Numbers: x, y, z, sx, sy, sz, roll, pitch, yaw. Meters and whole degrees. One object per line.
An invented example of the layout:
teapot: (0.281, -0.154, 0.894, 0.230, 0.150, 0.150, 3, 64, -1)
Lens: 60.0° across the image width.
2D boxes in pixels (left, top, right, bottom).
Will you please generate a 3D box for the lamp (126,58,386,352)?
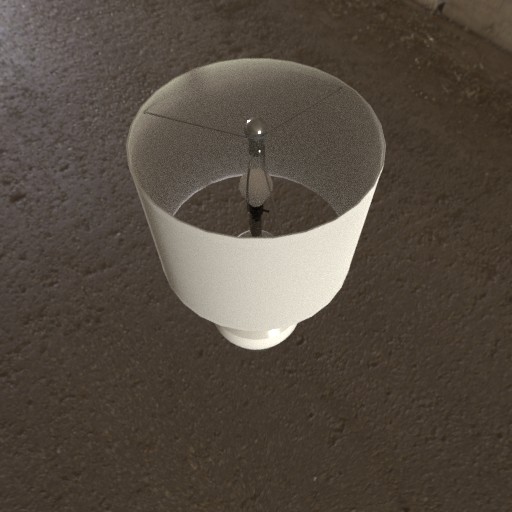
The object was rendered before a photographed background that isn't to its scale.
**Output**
lamp: (0.000, 0.000, 0.875, 0.357, 0.673, 0.357, 16, 59, 10)
